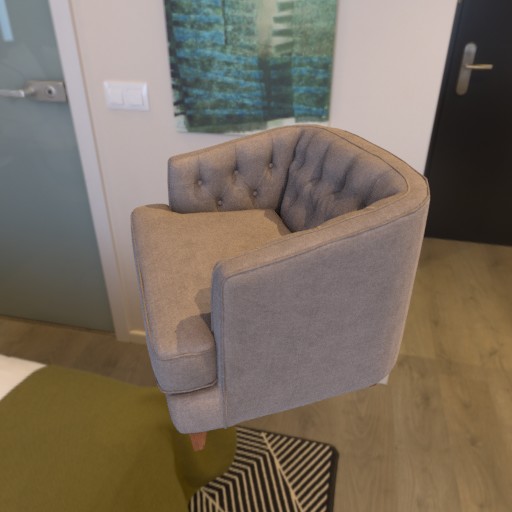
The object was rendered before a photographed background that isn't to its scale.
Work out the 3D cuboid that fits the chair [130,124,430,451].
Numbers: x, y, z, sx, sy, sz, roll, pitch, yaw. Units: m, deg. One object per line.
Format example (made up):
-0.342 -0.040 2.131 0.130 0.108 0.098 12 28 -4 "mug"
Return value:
0.000 0.000 1.785 0.941 0.852 1.104 -9 31 -15 "chair"
